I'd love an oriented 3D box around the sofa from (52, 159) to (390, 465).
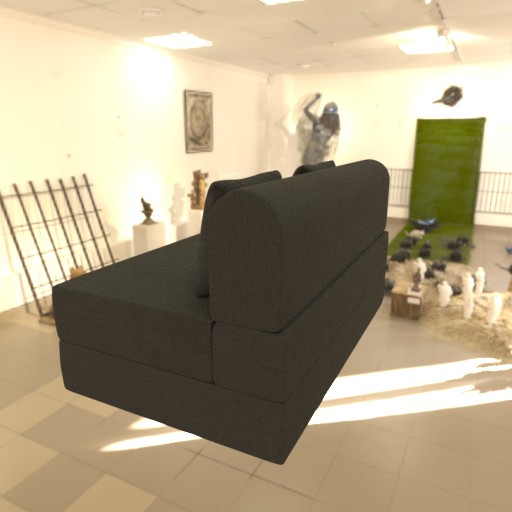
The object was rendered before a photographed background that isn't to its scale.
[{"bbox_3d":[0.000,0.000,1.678,0.762,0.670,1.225,8,17,26],"label":"sofa"}]
